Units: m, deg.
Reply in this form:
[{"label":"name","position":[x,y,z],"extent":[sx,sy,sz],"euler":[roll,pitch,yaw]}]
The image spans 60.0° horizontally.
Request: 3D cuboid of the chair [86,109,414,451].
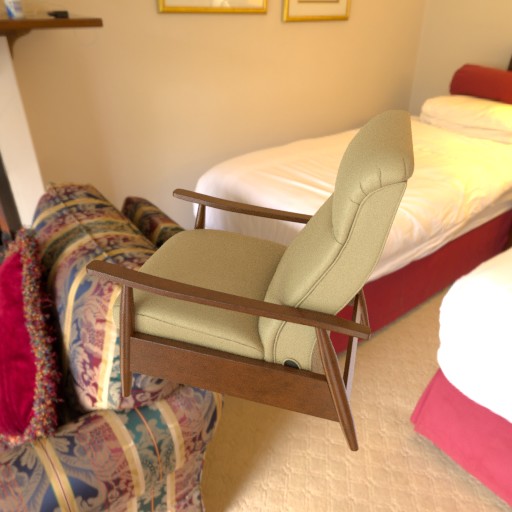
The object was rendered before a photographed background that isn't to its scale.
[{"label":"chair","position":[0.000,0.000,1.756],"extent":[1.014,1.082,0.762],"euler":[8,31,13]}]
